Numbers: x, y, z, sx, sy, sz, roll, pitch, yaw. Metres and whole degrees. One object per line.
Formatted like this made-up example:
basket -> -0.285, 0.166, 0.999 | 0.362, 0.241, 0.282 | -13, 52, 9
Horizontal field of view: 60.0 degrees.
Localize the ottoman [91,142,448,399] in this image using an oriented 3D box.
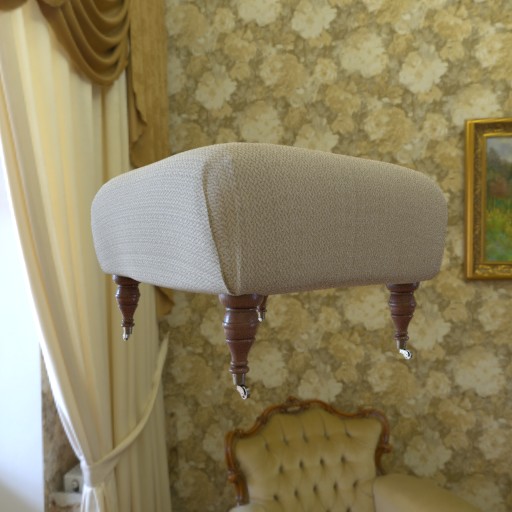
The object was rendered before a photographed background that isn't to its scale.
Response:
ottoman -> 0.000, 0.000, 1.072 | 0.622, 0.447, 0.684 | -1, 1, -36
